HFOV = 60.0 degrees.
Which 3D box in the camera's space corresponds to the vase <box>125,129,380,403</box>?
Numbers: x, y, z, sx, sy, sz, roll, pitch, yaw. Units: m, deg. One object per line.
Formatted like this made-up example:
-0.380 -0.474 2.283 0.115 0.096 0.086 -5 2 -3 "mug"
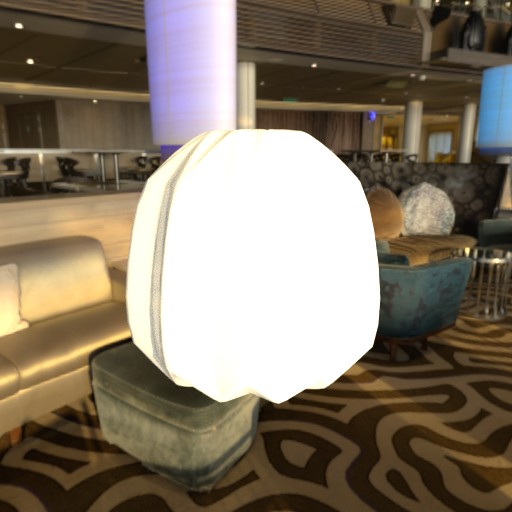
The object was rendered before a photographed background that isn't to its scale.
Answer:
0.000 0.000 0.247 0.139 0.134 0.139 0 13 0 "vase"
